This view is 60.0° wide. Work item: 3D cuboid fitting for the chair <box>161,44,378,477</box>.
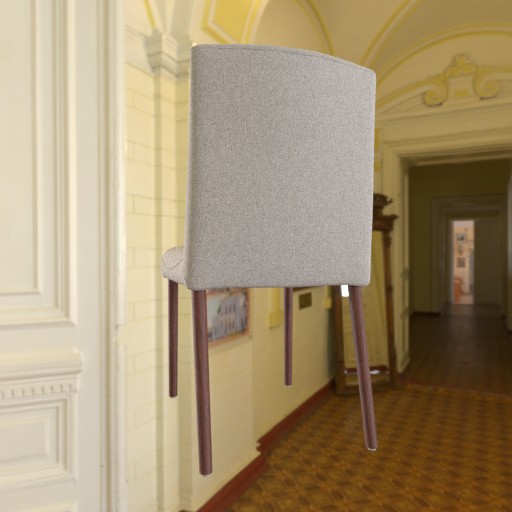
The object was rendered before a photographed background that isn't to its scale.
[{"bbox_3d":[0.000,0.000,1.174,0.456,0.859,0.570,0,0,-18],"label":"chair"}]
